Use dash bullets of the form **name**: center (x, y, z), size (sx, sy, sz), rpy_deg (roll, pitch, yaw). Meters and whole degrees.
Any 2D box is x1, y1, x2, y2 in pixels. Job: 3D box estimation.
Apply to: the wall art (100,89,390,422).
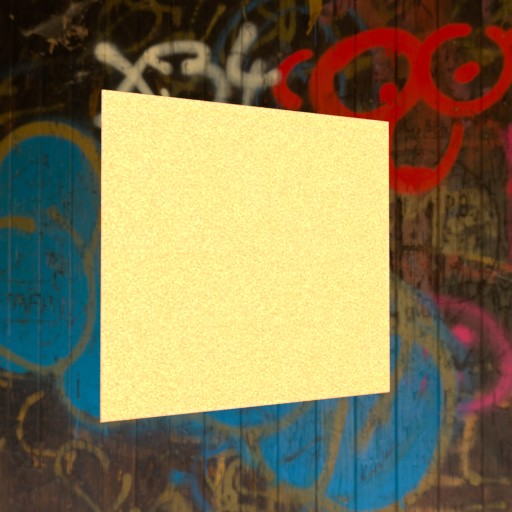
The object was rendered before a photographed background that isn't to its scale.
- **wall art**: center (0.000, 0.000, 0.615), size (0.406, 0.403, 0.039), rpy_deg (0, -1, -18)
